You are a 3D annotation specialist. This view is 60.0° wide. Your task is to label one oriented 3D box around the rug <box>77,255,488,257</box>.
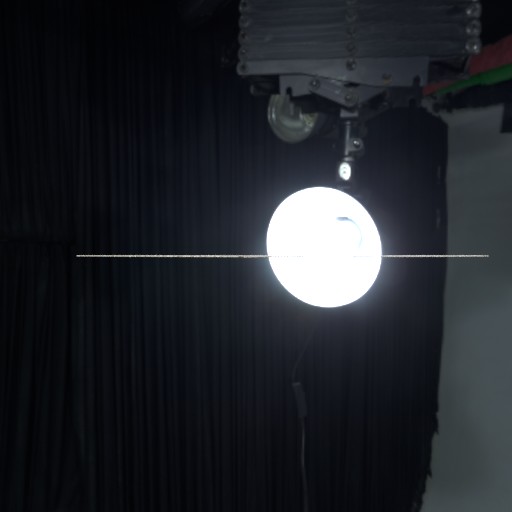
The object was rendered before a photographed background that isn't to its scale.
[{"bbox_3d":[0.000,0.000,3.893,2.313,0.009,2.939,0,0,-36],"label":"rug"}]
